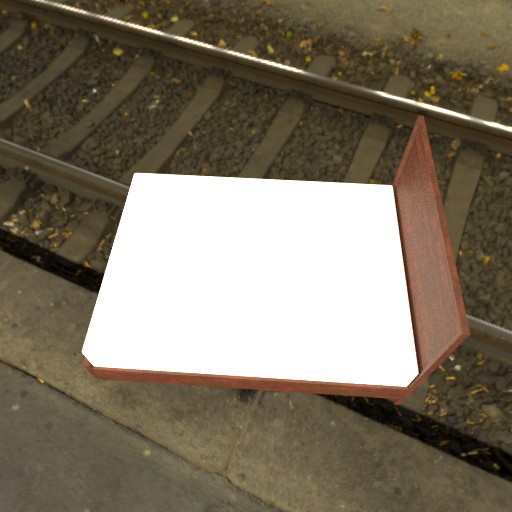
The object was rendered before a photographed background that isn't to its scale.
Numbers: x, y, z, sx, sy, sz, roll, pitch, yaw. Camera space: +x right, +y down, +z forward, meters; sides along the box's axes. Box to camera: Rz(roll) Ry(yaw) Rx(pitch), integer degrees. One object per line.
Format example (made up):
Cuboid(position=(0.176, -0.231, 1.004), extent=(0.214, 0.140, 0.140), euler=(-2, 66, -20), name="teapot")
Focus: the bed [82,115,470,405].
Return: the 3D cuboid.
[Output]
Cuboid(position=(0.000, 0.000, 3.153), extent=(2.184, 1.270, 1.600), euler=(3, 57, 2), name="bed")
